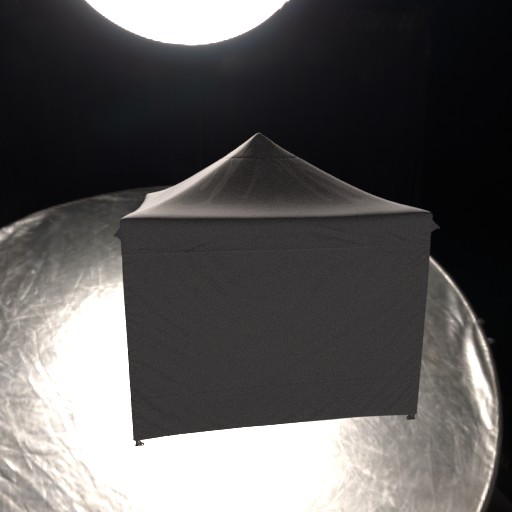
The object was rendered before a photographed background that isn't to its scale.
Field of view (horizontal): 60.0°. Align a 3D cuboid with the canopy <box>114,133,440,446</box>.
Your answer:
[{"bbox_3d":[0.000,0.000,5.607,3.043,2.997,3.121,-2,12,-9],"label":"canopy"}]
